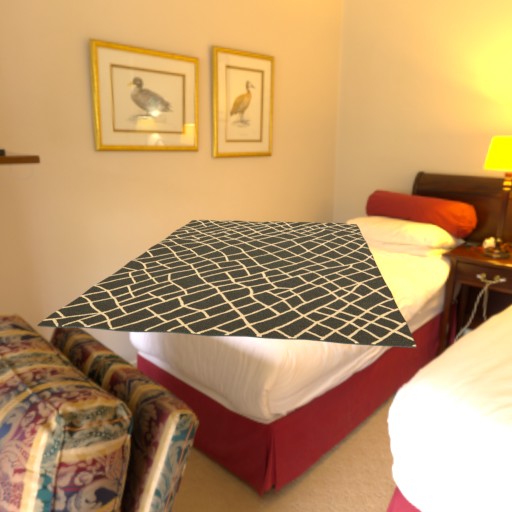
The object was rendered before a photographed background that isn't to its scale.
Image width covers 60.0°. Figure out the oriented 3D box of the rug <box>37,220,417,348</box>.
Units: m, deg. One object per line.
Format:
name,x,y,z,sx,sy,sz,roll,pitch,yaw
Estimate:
rug,0.000,0.000,2.922,1.529,0.017,2.448,2,15,7
